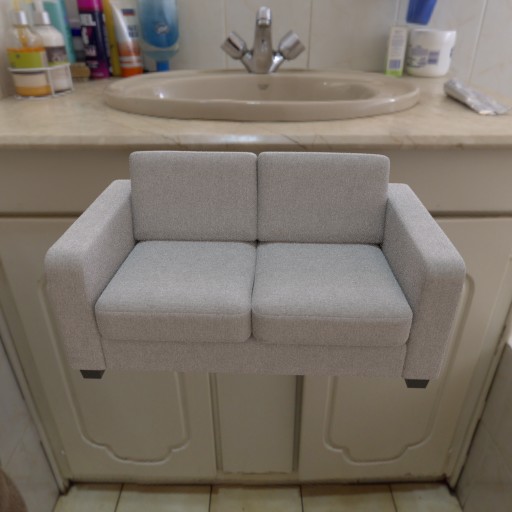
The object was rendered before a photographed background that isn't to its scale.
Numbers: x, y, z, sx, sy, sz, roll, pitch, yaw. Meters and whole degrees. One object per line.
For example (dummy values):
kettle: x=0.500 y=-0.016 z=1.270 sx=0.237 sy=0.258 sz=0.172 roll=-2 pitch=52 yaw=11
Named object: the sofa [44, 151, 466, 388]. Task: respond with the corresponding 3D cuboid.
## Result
sofa: x=0.000 y=0.000 z=2.008 sx=1.540 sy=0.800 sz=0.900 roll=1 pitch=29 yaw=2
